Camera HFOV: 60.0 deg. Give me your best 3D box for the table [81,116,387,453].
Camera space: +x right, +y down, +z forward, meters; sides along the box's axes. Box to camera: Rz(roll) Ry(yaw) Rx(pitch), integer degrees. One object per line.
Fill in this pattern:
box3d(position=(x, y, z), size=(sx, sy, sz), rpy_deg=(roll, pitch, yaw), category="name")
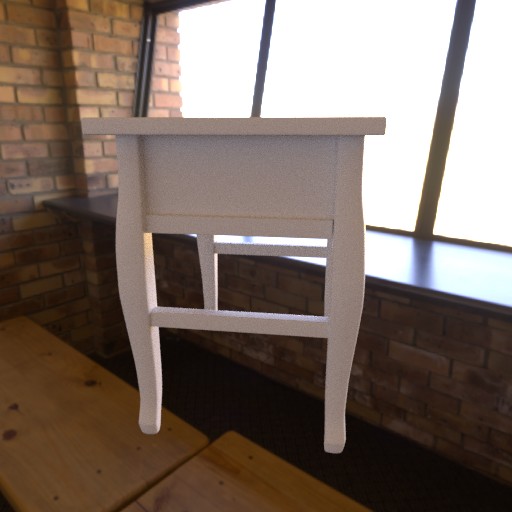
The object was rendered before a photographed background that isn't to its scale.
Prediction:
box3d(position=(0.000, 0.000, 1.025), size=(0.463, 0.605, 0.599), rpy_deg=(2, 16, 8), category="table")
